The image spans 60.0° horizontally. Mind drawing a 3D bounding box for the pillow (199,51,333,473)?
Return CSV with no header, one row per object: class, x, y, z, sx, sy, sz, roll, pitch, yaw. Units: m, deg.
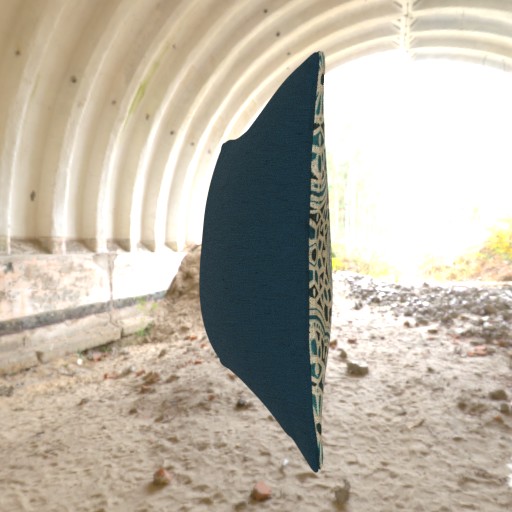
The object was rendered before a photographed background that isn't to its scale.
pillow,0.000,0.000,0.640,0.145,0.420,0.440,0,1,-17
